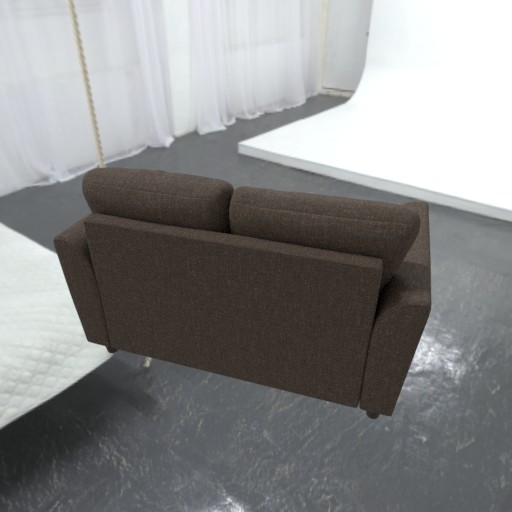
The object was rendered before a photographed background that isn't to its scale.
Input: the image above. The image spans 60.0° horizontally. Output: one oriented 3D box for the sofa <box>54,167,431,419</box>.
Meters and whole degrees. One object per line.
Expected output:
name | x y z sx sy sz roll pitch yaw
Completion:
sofa | 0.000 0.000 1.997 1.423 0.885 0.851 9 32 15
